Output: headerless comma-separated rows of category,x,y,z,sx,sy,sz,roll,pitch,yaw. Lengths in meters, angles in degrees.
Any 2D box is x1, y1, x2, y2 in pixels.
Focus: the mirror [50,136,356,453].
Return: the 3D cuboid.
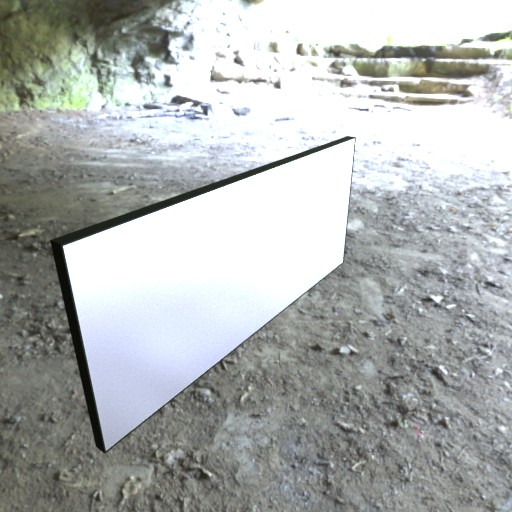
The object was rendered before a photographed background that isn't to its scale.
mirror,0.000,0.000,1.763,0.047,0.692,1.584,18,31,32
